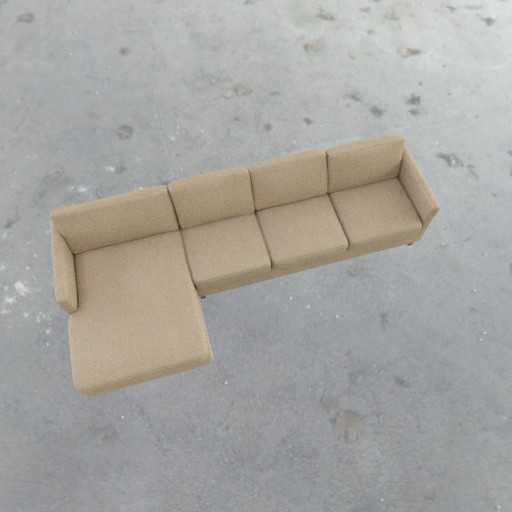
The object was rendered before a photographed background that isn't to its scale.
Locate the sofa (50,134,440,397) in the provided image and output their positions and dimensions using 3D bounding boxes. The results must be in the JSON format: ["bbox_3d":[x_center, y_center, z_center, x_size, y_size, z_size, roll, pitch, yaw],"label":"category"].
[{"bbox_3d":[0.000,0.000,3.760,3.201,0.876,1.502,-14,63,-7],"label":"sofa"}]
